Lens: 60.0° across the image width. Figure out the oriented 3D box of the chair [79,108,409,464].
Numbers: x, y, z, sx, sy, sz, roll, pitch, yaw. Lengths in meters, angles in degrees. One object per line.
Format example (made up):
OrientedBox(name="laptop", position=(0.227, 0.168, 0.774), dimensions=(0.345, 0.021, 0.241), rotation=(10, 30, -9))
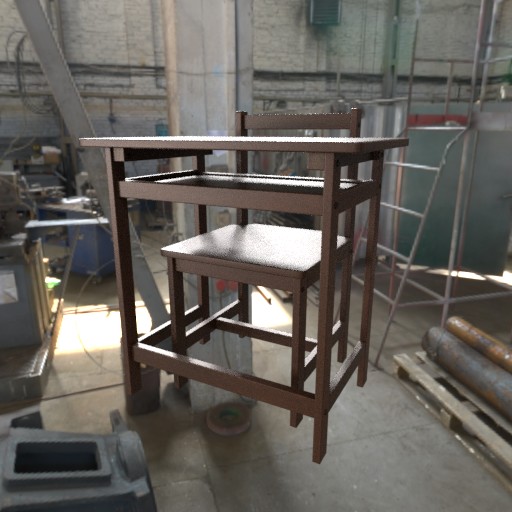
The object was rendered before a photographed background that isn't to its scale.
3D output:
OrientedBox(name="chair", position=(0.000, 0.000, 1.050), dimensions=(0.599, 0.673, 0.463), rotation=(8, 18, 27))
